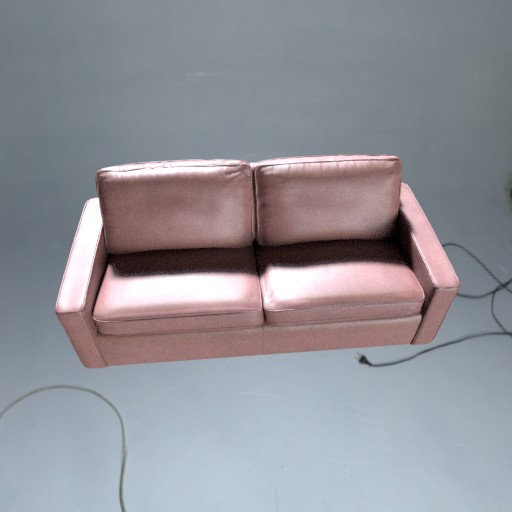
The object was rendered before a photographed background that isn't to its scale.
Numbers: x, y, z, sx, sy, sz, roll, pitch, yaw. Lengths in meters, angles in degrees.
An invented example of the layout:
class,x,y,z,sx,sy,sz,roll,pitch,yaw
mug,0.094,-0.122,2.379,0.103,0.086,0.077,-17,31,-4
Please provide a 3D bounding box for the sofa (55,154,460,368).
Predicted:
class,x,y,z,sx,sy,sz,roll,pitch,yaw
sofa,0.000,0.000,2.620,2.080,0.919,0.940,-3,46,-3
